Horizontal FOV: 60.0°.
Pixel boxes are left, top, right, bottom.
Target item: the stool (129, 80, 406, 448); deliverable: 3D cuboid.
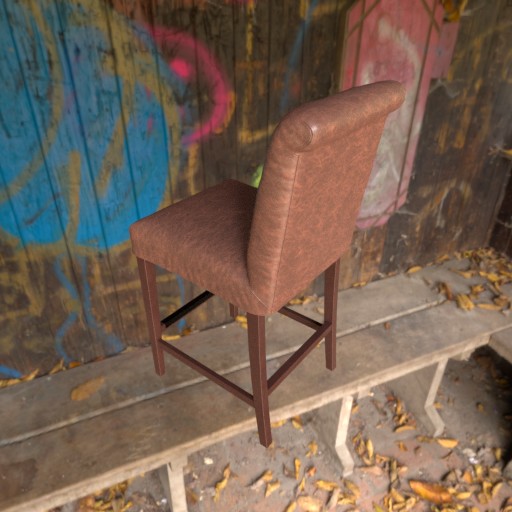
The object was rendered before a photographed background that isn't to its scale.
[{"bbox_3d":[0.000,0.000,1.429,0.660,1.084,0.486,22,38,32],"label":"stool"}]
